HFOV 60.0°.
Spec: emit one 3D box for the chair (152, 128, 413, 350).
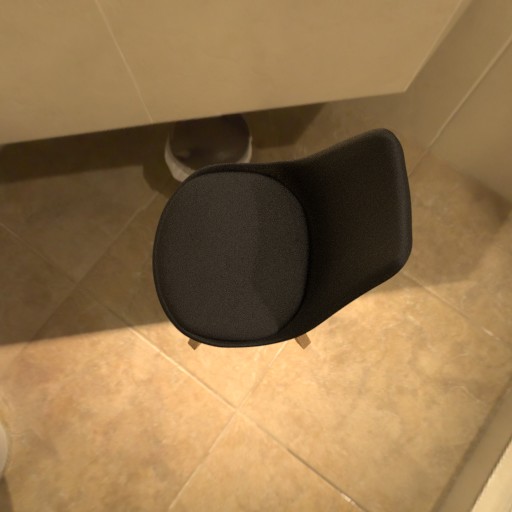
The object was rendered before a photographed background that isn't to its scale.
[{"bbox_3d":[0.000,0.000,1.183,0.549,0.850,0.485,0,76,0],"label":"chair"}]
